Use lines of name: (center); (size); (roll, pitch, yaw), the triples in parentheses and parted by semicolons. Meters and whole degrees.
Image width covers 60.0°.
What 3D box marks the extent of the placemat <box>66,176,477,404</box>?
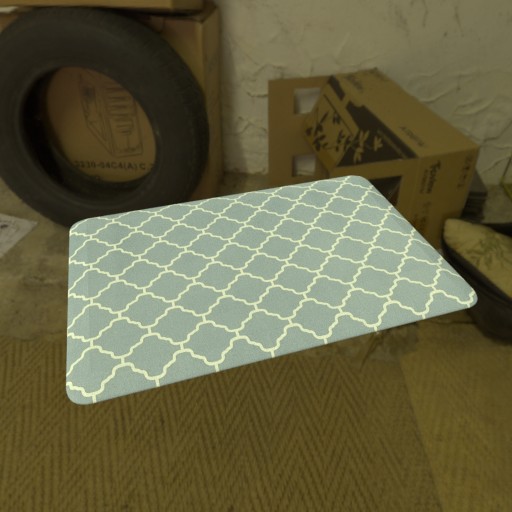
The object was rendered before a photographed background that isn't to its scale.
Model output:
placemat: (0.000, 0.000, 0.940); (0.762, 0.021, 0.508); (-11, 42, -13)
